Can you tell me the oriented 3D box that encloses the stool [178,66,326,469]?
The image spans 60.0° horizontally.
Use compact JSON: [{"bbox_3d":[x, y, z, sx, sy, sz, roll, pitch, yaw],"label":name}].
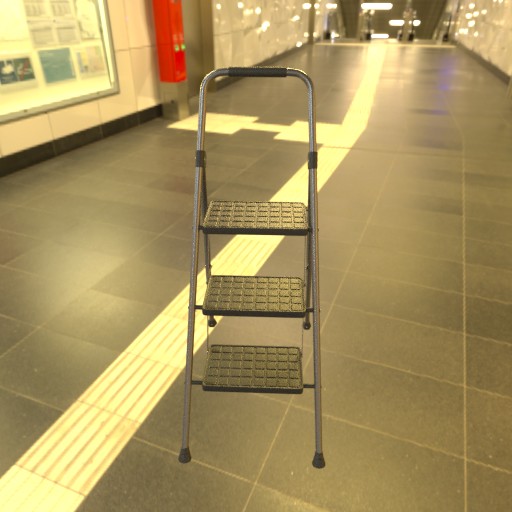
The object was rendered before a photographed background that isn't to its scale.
[{"bbox_3d":[0.000,0.000,1.449,0.473,1.121,0.733,1,30,2],"label":"stool"}]
